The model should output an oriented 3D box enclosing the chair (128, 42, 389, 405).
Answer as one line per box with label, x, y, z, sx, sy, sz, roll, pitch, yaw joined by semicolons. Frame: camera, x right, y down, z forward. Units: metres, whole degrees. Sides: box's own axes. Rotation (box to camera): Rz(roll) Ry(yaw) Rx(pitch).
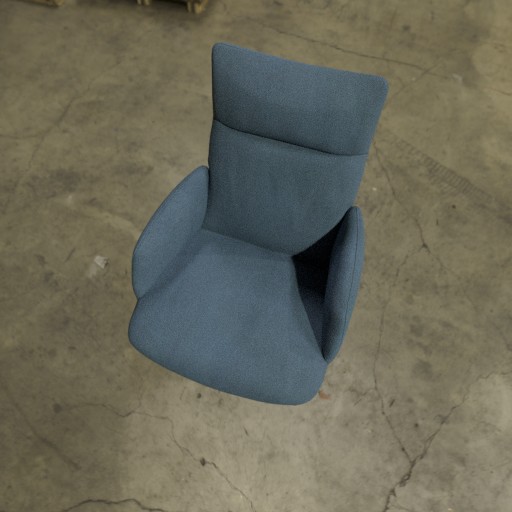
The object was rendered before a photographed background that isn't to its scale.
chair;0.000;0.000;1.530;0.711;1.016;0.889;17;60;10
